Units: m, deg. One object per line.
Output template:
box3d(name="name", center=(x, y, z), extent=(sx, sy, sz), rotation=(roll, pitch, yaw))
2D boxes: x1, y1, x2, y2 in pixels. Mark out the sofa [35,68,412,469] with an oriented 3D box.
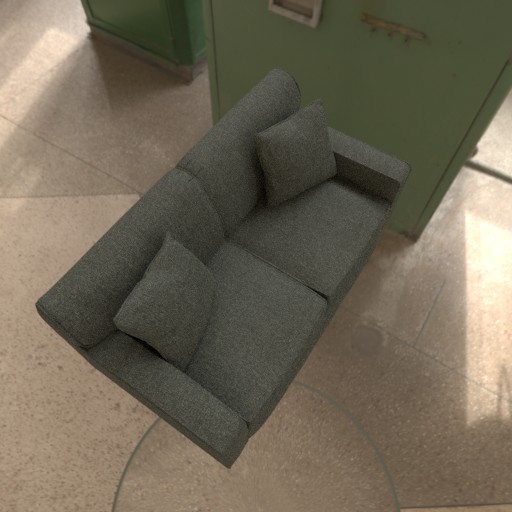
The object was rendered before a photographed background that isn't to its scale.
box3d(name="sofa", center=(0.000, 0.000, 2.401), extent=(0.998, 0.958, 1.846), rotation=(30, 64, 17))
